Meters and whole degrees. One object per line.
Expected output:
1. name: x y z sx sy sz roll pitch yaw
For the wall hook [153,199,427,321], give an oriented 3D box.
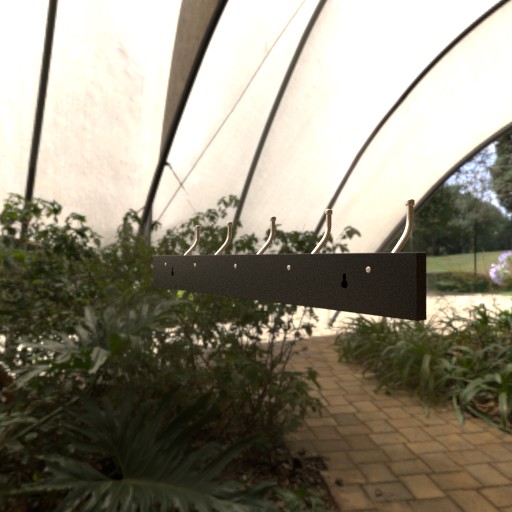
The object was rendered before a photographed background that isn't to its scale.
1. wall hook: 0.000 0.000 0.634 0.071 0.117 0.571 0 0 -36
